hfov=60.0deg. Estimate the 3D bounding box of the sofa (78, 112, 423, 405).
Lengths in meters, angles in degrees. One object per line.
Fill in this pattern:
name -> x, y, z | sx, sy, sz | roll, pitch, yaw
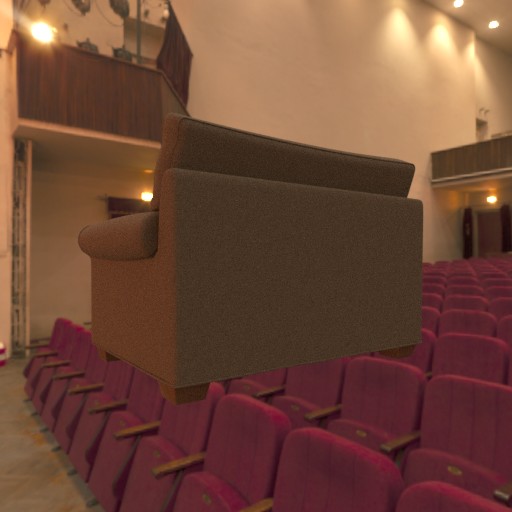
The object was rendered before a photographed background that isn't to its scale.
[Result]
sofa -> 0.000, 0.000, 2.101 | 1.410, 0.953, 0.940 | 0, 0, -35
